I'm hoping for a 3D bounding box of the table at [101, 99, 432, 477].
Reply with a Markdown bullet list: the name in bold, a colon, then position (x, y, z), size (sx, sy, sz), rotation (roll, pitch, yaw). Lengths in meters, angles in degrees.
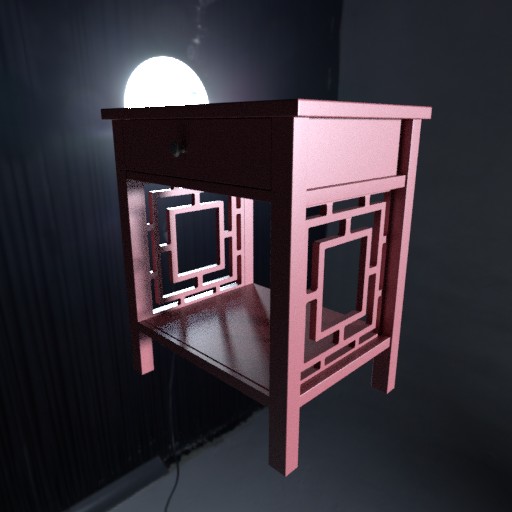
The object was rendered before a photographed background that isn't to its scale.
- **table**: position (0.000, 0.000, 1.081), size (0.599, 0.686, 0.451), rotation (16, 23, 43)
